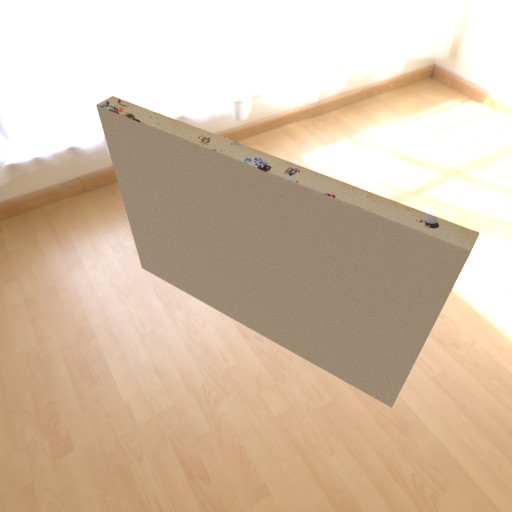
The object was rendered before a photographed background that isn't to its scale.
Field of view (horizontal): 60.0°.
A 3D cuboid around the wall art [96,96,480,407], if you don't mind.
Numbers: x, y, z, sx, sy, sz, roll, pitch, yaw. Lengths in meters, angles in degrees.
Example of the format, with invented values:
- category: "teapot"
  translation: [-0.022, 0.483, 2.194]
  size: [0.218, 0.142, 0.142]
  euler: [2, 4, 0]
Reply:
- category: "wall art"
  translation: [0.000, 0.000, 1.137]
  size: [0.894, 0.595, 0.057]
  euler: [26, 52, 22]
